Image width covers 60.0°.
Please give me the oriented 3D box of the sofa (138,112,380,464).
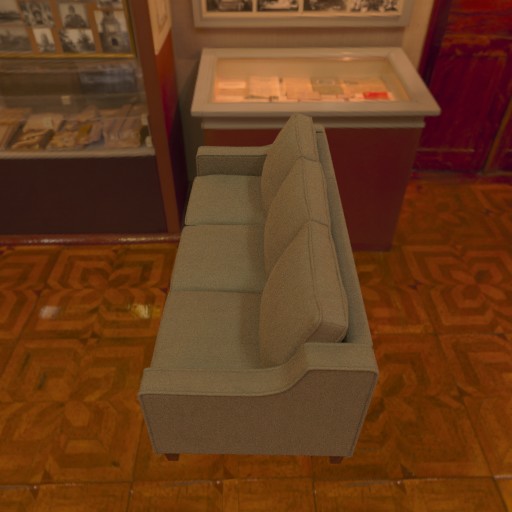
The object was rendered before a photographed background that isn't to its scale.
[{"bbox_3d":[0.000,0.000,2.525,0.911,0.974,1.986,1,41,1],"label":"sofa"}]
